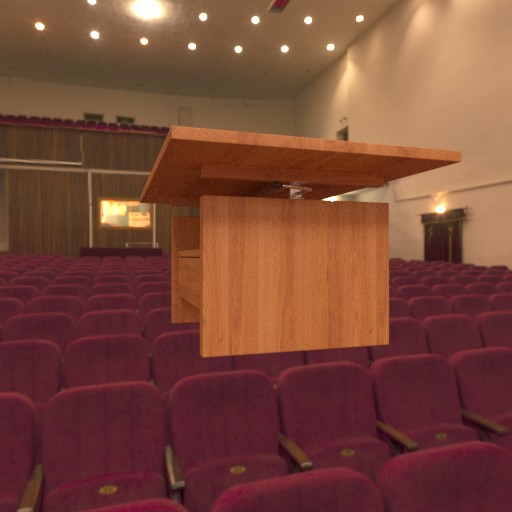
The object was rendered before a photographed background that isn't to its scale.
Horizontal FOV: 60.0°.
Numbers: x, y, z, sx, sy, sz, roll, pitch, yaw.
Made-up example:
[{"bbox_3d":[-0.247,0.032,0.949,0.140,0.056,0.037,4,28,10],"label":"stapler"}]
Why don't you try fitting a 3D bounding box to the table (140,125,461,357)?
[{"bbox_3d":[0.000,0.000,1.497,0.700,0.510,1.100,0,0,-18],"label":"table"}]
